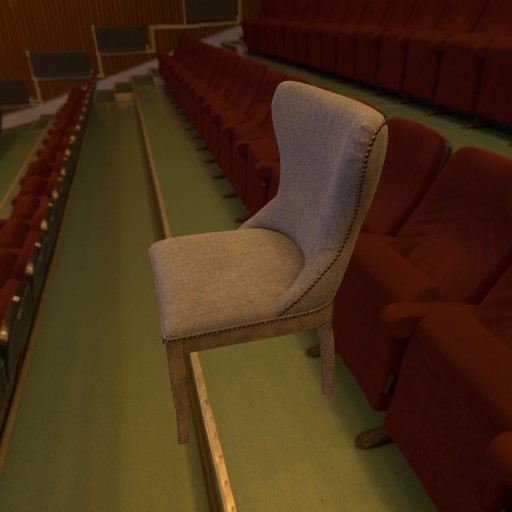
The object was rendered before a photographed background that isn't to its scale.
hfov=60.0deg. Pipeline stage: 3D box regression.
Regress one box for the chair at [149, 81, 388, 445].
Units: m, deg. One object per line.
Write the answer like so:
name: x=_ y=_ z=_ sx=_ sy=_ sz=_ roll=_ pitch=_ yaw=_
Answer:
chair: x=0.000 y=0.000 z=1.477 sx=0.681 sy=1.002 sz=0.654 roll=-8 pitch=31 yaw=-14
